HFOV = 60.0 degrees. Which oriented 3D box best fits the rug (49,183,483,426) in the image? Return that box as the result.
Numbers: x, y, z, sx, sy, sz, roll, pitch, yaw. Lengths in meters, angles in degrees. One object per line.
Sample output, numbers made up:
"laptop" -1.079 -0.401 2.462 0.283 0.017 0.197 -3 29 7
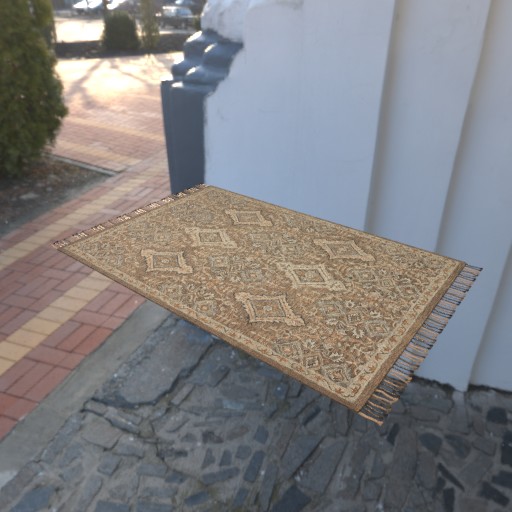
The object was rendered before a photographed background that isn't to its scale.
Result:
"rug" 0.000 0.000 2.911 2.434 0.010 1.516 21 36 32
